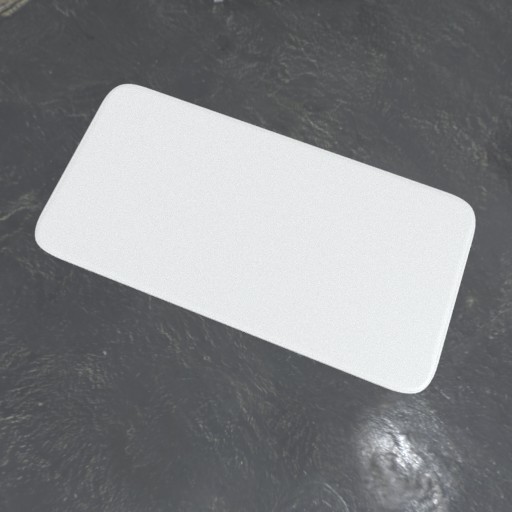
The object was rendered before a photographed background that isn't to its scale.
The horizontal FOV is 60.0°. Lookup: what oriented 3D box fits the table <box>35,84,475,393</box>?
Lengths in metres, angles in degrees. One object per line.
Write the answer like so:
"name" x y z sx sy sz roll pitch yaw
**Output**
"table" 0.000 0.000 1.668 1.219 0.737 0.610 21 76 5
